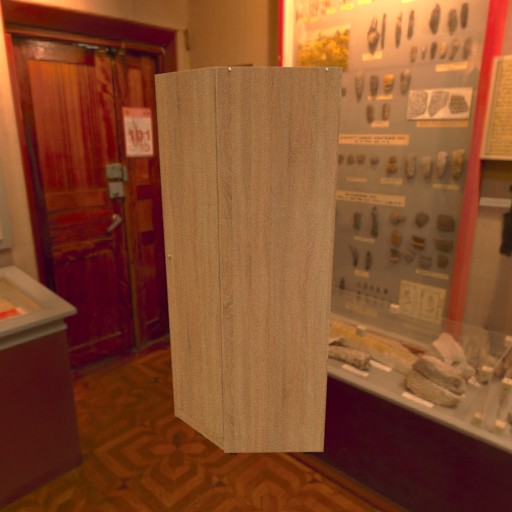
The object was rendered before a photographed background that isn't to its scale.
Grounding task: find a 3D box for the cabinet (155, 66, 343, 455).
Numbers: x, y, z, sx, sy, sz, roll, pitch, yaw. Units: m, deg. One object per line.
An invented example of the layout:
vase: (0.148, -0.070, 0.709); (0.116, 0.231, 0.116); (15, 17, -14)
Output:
cabinet: (0.000, 0.000, 2.848); (1.327, 2.120, 1.094); (15, 22, 42)
